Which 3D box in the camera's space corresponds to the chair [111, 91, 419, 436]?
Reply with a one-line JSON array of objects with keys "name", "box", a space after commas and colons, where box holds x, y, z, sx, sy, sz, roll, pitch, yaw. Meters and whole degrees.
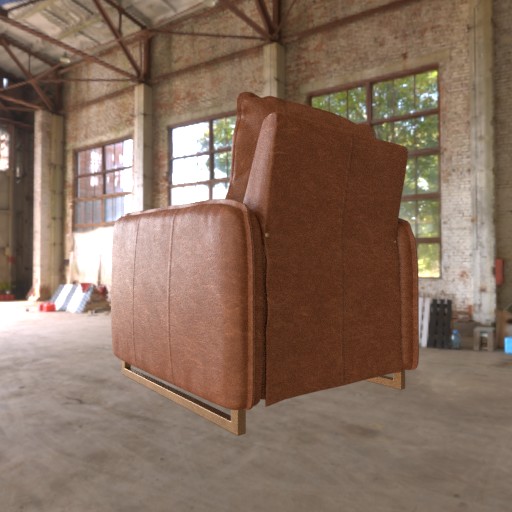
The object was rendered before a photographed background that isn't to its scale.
[{"name": "chair", "box": [0.000, 0.000, 1.640, 0.830, 0.922, 0.922, 1, -2, -37]}]
